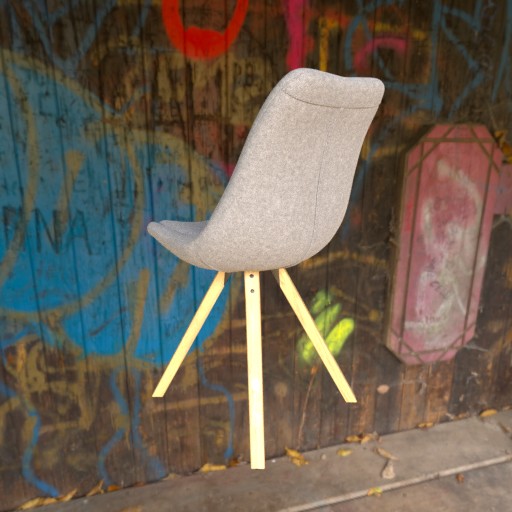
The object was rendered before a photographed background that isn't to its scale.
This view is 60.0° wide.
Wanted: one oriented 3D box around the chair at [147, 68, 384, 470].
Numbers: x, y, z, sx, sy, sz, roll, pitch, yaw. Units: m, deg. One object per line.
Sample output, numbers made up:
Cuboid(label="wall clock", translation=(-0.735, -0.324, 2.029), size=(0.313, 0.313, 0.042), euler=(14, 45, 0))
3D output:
Cuboid(label="chair", translation=(0.000, 0.000, 1.183), size=(0.483, 0.865, 0.550), euler=(-15, 22, -42))
